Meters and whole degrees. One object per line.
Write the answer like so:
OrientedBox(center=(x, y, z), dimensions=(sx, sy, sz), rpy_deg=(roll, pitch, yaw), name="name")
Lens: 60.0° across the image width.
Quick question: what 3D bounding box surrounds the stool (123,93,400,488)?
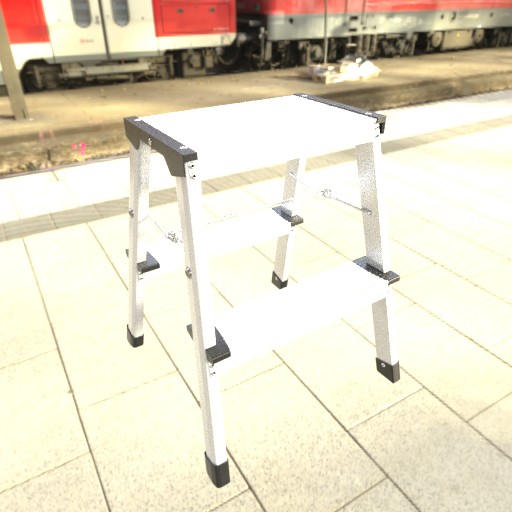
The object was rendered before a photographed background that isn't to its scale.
OrientedBox(center=(0.000, 0.000, 0.776), dimensions=(0.404, 0.480, 0.405), rpy_deg=(-19, 36, -28), name="stool")
